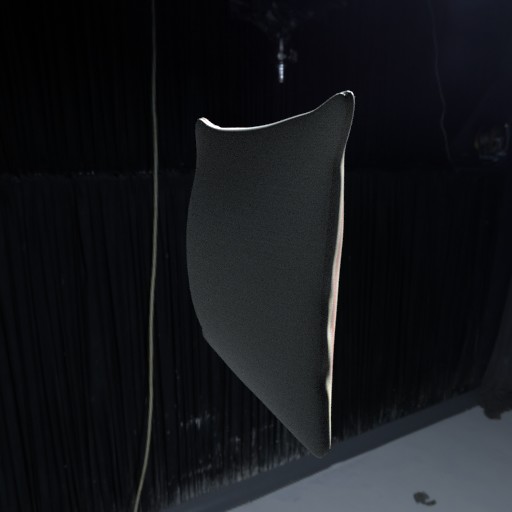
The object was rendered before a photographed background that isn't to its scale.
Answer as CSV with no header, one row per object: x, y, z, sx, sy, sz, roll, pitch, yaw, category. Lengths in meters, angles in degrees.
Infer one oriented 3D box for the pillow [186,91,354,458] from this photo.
0.000,0.000,0.703,0.191,0.449,0.451,-7,15,-26,pillow
